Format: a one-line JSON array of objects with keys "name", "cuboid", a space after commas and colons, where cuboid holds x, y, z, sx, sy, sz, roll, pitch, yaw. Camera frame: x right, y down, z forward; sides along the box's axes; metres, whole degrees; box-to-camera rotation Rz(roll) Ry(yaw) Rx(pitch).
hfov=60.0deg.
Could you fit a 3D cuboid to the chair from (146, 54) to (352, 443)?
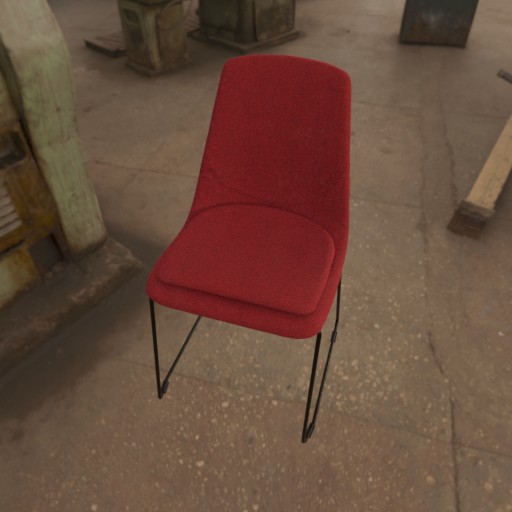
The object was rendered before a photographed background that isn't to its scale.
[{"name": "chair", "cuboid": [0.000, 0.000, 1.165, 0.479, 0.858, 0.518, 12, 44, 13]}]
